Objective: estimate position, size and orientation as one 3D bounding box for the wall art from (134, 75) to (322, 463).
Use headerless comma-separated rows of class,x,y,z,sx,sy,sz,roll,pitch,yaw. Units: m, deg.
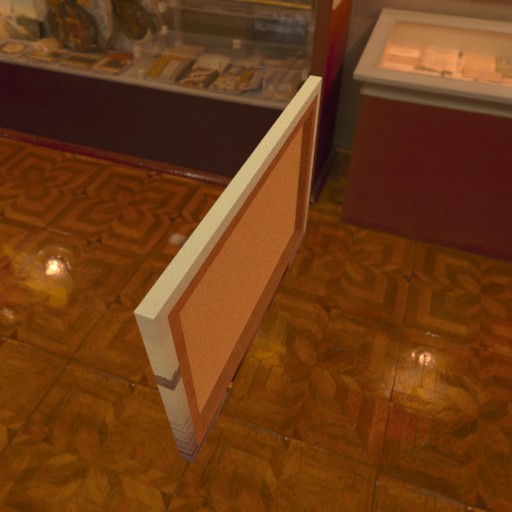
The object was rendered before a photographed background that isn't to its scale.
wall art,0.000,0.000,1.193,0.037,0.609,0.916,16,48,15
